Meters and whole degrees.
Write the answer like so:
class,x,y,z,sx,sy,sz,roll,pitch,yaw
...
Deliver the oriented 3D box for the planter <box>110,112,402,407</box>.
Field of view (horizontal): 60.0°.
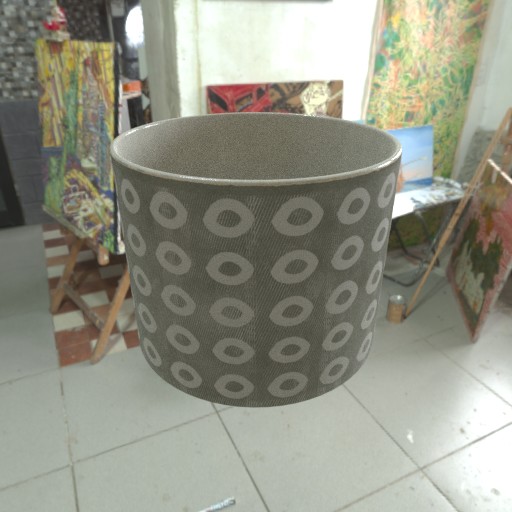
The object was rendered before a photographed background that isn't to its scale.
class,x,y,z,sx,sy,sz,roll,pitch,yaw
planter,0.000,0.000,0.449,0.250,0.239,0.250,0,28,0
